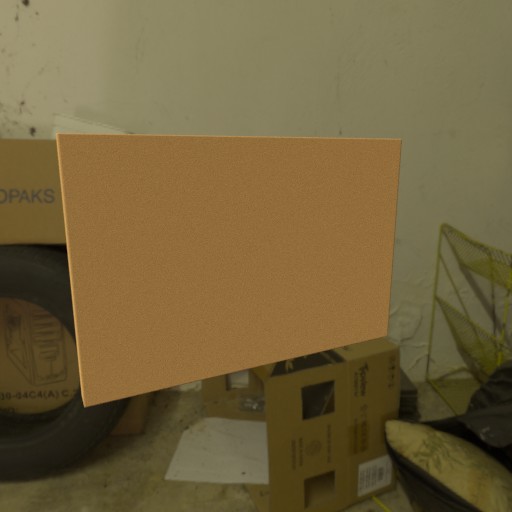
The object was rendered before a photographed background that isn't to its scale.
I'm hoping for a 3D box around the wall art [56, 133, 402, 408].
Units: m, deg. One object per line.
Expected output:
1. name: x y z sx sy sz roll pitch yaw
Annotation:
1. wall art: 0.000 0.000 0.785 0.609 0.407 0.039 -7 15 -26
